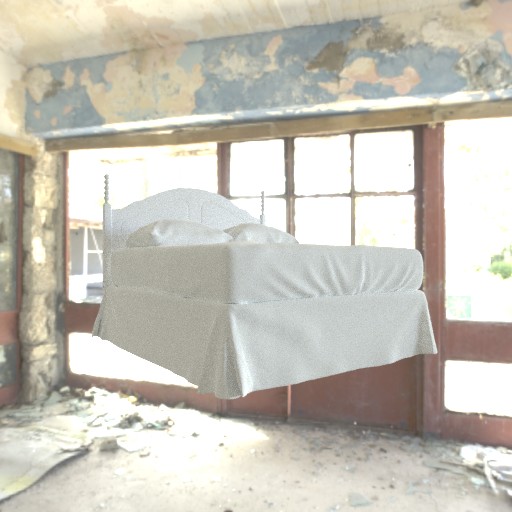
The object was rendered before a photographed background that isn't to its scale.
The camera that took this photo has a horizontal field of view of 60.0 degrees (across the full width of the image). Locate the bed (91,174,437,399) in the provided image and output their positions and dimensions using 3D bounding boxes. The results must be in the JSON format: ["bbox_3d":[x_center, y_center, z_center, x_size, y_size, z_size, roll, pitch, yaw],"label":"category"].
[{"bbox_3d":[0.000,0.000,3.316,1.873,1.356,2.040,0,0,-36],"label":"bed"}]
